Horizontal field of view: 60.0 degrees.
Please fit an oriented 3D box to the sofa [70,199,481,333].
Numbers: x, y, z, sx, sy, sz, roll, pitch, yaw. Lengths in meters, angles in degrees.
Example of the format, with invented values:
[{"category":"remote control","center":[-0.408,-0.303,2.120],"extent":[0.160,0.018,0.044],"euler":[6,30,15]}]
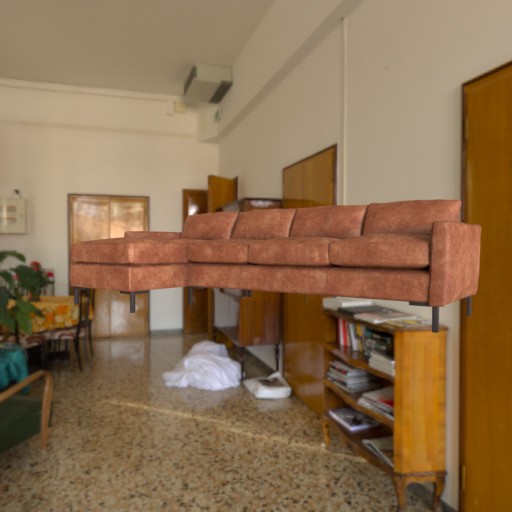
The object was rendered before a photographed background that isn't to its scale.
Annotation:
[{"category":"sofa","center":[0.000,0.000,3.519],"extent":[2.993,0.859,1.471],"euler":[1,1,37]}]
